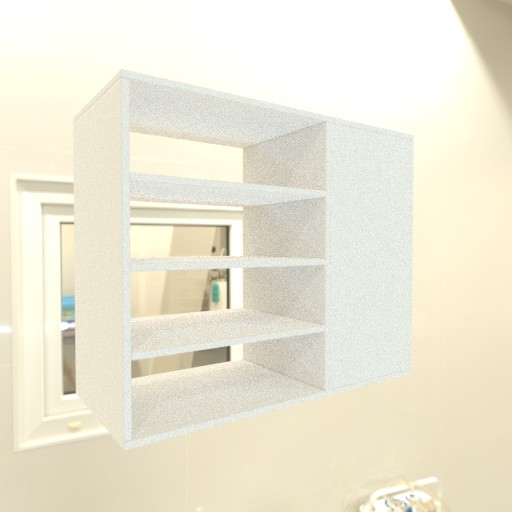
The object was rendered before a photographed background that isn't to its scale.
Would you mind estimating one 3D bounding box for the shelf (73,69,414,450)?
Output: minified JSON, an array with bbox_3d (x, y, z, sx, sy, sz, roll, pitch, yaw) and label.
[{"bbox_3d":[0.000,0.000,1.264,0.895,0.732,0.396,-1,2,-35],"label":"shelf"}]
